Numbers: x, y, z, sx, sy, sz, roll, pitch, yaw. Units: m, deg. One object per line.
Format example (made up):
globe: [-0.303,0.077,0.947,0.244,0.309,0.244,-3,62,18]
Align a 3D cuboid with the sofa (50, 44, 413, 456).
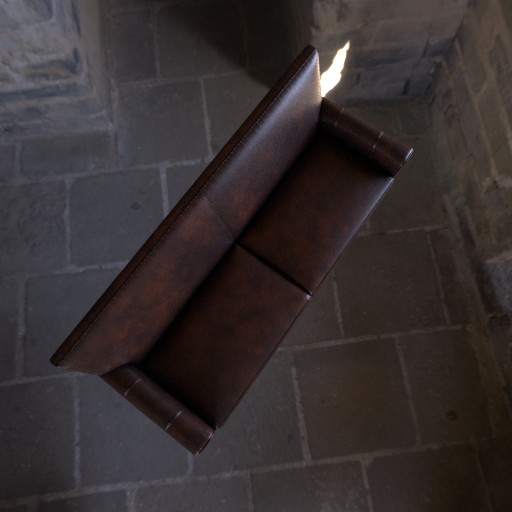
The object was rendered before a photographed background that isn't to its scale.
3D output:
sofa: [0.000,0.000,2.472,0.786,0.871,1.995,35,79,8]
